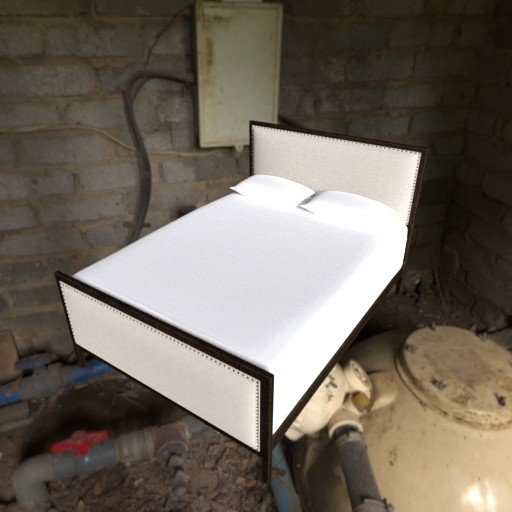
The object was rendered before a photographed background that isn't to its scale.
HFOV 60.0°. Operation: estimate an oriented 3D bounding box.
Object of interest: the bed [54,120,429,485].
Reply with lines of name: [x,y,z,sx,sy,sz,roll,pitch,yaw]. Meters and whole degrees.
bed: [0.000,0.000,3.211,1.607,1.313,2.221,19,35,29]
